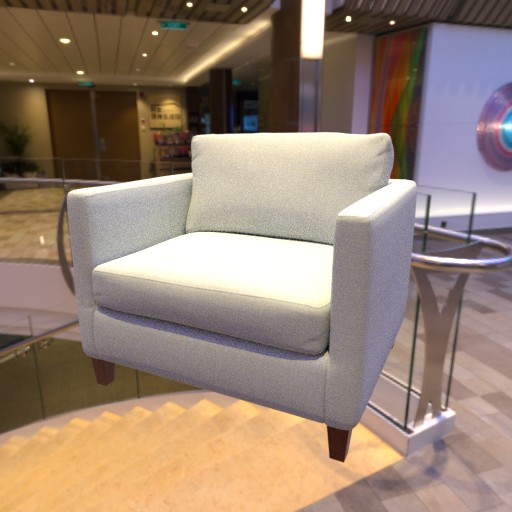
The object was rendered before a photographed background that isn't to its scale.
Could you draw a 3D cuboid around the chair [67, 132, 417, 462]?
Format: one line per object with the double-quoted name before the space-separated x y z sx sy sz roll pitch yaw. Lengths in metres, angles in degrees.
"chair" 0.000 0.000 1.790 1.107 0.961 0.953 8 17 25
